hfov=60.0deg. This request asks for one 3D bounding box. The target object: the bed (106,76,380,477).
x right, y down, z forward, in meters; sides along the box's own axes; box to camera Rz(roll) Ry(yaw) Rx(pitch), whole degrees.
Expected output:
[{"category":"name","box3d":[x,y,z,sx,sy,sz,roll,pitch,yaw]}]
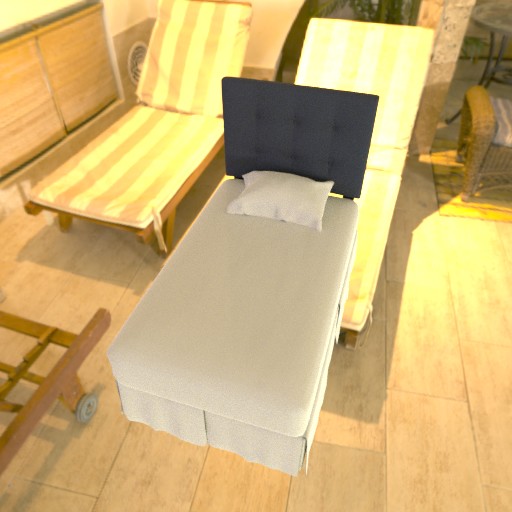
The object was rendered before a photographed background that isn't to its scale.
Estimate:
[{"category":"bed","box3d":[0.000,0.000,2.953,1.261,1.571,1.997,12,44,13]}]
